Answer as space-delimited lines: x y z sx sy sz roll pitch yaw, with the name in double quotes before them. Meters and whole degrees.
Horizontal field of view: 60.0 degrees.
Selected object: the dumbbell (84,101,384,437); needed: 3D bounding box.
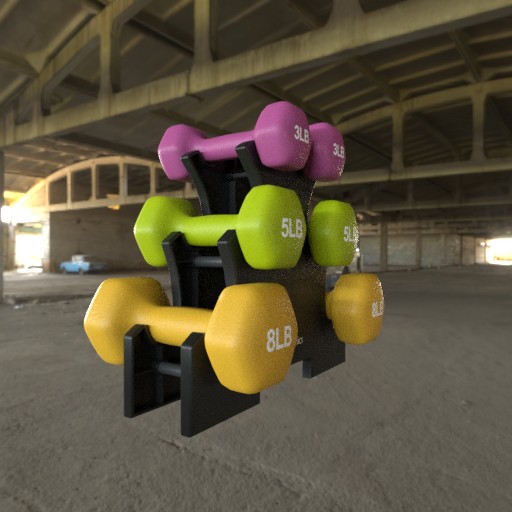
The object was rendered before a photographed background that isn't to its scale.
"dumbbell" 0.000 0.000 0.470 0.190 0.271 0.300 0 1 35
